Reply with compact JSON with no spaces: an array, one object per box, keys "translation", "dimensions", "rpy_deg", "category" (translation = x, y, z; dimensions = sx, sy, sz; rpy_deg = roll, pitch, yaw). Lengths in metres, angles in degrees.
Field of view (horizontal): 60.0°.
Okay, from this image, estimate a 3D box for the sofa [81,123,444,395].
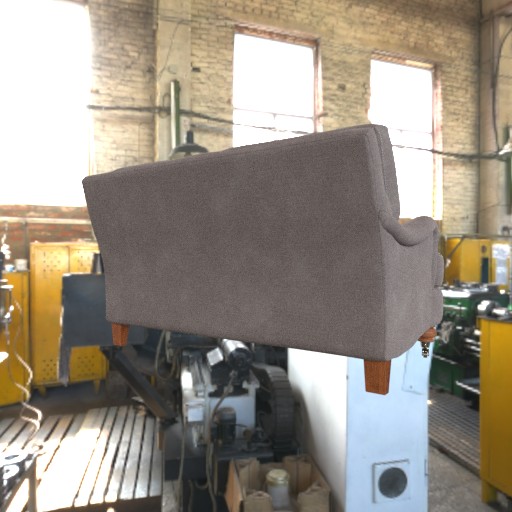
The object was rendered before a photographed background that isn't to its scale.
[{"translation":[0.000,0.000,2.525],"dimensions":[1.853,1.101,1.084],"rpy_deg":[0,0,36],"category":"sofa"}]
